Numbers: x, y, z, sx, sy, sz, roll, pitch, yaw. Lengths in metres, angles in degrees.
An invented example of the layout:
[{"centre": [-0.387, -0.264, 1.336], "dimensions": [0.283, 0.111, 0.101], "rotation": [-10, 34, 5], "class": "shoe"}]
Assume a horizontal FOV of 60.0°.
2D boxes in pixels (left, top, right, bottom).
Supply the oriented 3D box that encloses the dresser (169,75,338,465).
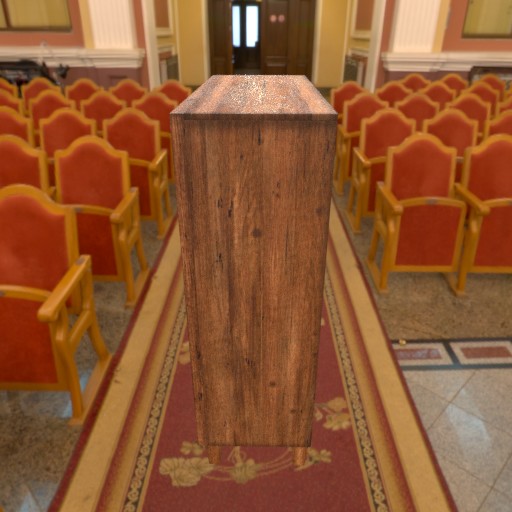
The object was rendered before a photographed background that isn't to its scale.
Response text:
[{"centre": [0.000, 0.000, 1.913], "dimensions": [0.438, 1.359, 1.067], "rotation": [0, 27, 1], "class": "dresser"}]
